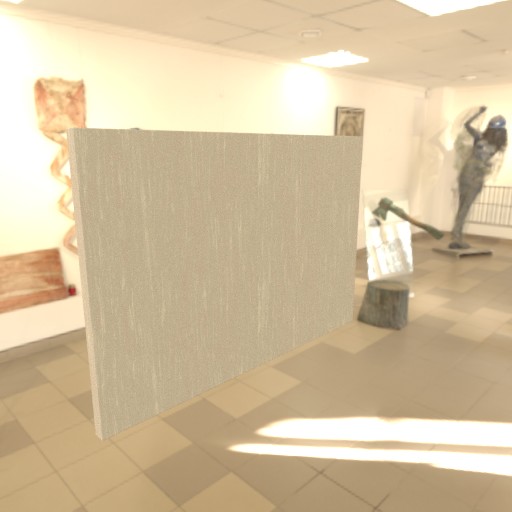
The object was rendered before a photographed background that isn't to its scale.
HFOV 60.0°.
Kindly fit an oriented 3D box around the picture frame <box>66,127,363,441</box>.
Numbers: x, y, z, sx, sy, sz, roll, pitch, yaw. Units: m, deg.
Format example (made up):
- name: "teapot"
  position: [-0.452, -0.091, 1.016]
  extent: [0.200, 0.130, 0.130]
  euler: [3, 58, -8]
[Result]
- name: "picture frame"
  position: [0.000, 0.000, 1.200]
  extent: [0.950, 0.640, 0.029]
  euler: [-13, 19, -43]
